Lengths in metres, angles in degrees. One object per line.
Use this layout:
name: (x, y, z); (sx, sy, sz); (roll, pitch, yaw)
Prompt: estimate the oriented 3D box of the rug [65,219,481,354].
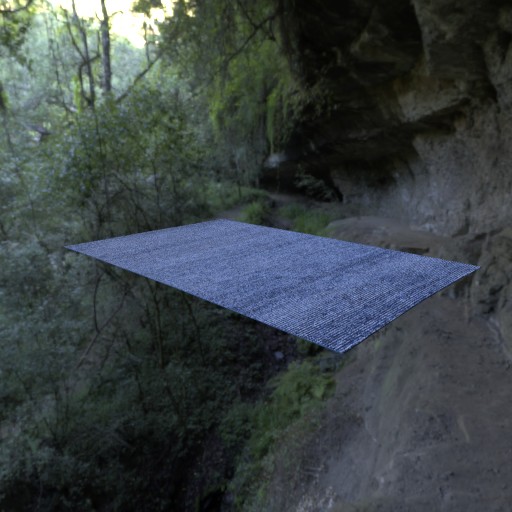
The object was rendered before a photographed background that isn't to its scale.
rug: (0.000, 0.000, 2.169); (1.740, 0.010, 1.135); (14, 20, 42)
